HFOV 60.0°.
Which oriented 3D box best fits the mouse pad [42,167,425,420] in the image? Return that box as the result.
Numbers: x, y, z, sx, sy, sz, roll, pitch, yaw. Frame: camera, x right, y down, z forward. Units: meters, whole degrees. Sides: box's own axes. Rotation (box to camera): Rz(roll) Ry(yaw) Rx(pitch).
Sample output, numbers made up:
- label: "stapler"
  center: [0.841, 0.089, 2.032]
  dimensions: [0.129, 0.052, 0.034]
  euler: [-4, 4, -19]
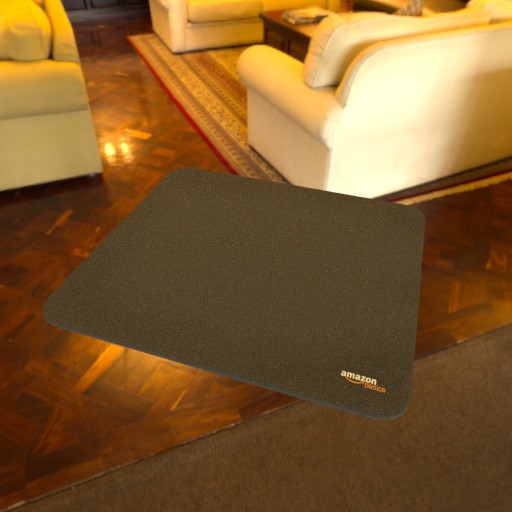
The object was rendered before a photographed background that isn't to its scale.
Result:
- label: "mouse pad"
  center: [0.000, 0.000, 0.322]
  dimensions: [0.229, 0.003, 0.203]
  euler: [12, 42, 14]
